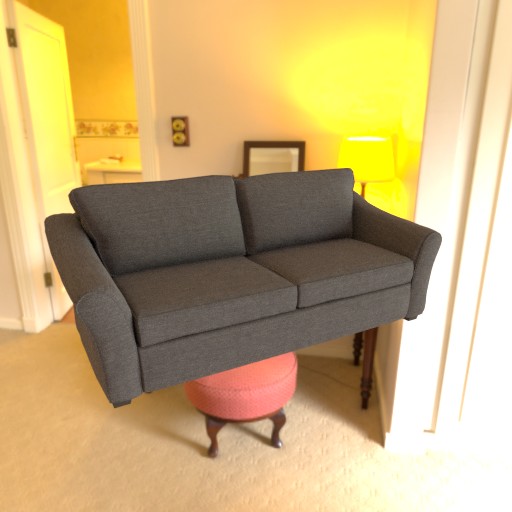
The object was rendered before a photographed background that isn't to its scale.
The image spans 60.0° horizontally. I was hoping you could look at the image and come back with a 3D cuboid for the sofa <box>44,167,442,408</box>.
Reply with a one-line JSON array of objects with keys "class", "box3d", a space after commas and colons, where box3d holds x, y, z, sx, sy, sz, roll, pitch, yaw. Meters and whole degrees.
[{"class": "sofa", "box3d": [0.000, 0.000, 2.739, 2.270, 0.950, 0.971, -9, 20, -27]}]
